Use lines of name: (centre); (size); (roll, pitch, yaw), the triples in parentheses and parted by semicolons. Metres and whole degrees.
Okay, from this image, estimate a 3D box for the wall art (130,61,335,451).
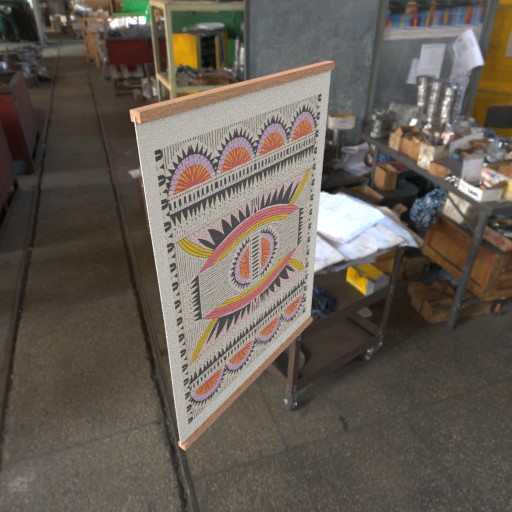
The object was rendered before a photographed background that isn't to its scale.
wall art: (0.000, 0.000, 1.355); (0.028, 1.016, 0.765); (21, 38, 31)
